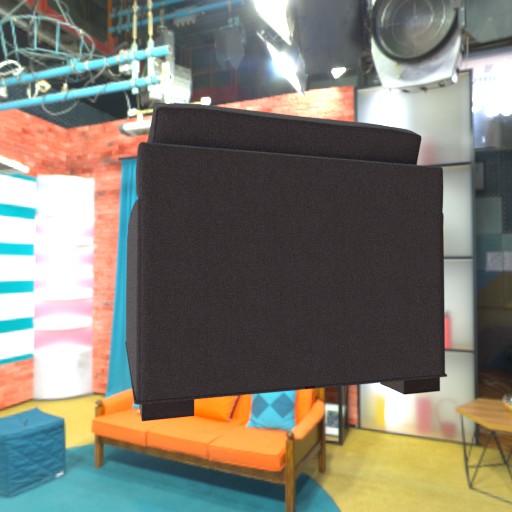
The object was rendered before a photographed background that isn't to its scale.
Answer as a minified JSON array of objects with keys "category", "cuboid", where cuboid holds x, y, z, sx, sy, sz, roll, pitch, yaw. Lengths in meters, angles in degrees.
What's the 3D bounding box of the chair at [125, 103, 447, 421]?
[{"category":"chair","cuboid":[0.000,0.000,1.811,0.997,0.913,1.043,1,-2,-18]}]
